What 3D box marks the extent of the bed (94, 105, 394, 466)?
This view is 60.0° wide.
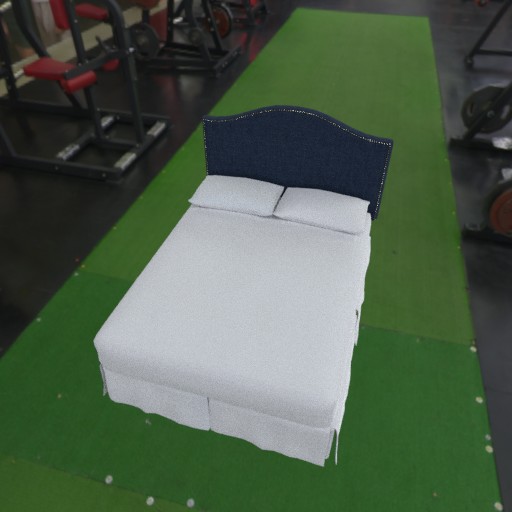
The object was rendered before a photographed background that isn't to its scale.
[{"bbox_3d":[0.000,0.000,3.347,1.725,1.518,2.153,11,42,13],"label":"bed"}]
